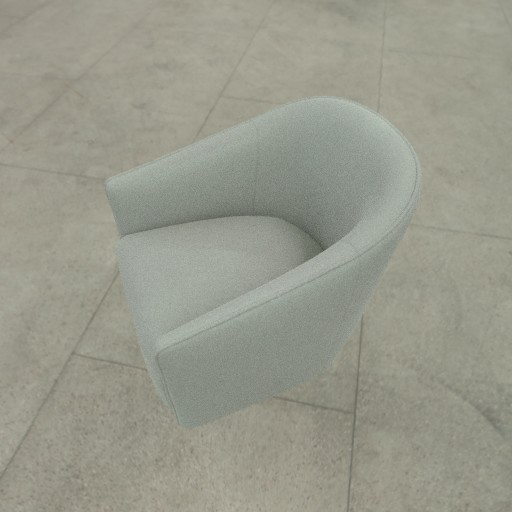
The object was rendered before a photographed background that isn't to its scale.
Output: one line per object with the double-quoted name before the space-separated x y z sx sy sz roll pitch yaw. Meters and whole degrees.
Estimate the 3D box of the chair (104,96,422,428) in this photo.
"chair" 0.000 0.000 1.475 0.875 0.799 0.747 -17 50 -15
